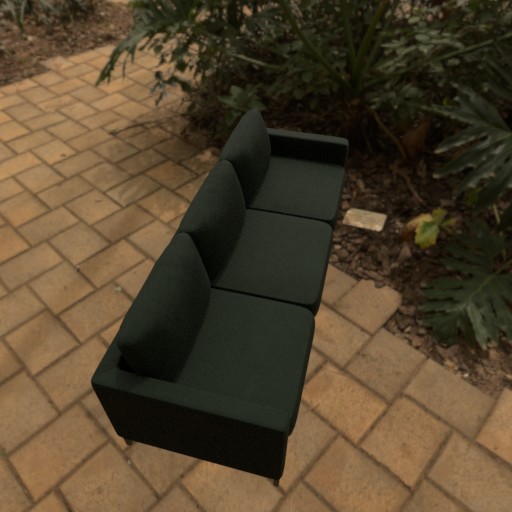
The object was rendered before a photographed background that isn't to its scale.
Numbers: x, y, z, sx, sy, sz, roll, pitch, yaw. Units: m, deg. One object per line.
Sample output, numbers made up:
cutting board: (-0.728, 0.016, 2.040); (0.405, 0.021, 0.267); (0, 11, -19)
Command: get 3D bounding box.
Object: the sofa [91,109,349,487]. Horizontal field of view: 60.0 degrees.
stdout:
sofa: (0.000, 0.000, 2.660); (0.859, 0.870, 2.218); (10, 46, 10)
